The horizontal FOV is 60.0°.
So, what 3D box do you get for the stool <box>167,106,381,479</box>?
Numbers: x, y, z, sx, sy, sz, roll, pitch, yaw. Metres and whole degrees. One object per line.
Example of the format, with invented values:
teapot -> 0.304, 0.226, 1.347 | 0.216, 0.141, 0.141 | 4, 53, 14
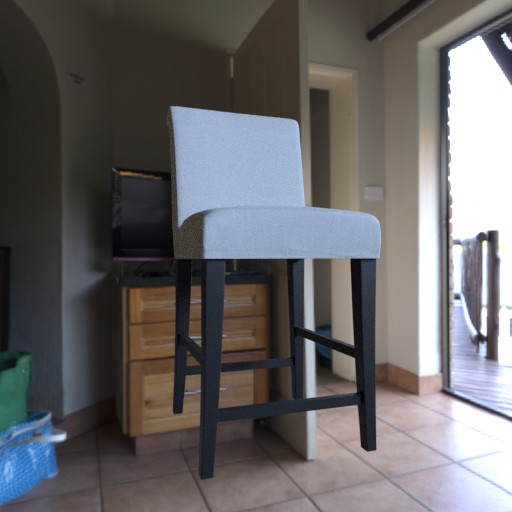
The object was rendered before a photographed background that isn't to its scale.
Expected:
stool -> 0.000, 0.000, 1.290 | 0.452, 0.976, 0.597 | 0, 0, -19
